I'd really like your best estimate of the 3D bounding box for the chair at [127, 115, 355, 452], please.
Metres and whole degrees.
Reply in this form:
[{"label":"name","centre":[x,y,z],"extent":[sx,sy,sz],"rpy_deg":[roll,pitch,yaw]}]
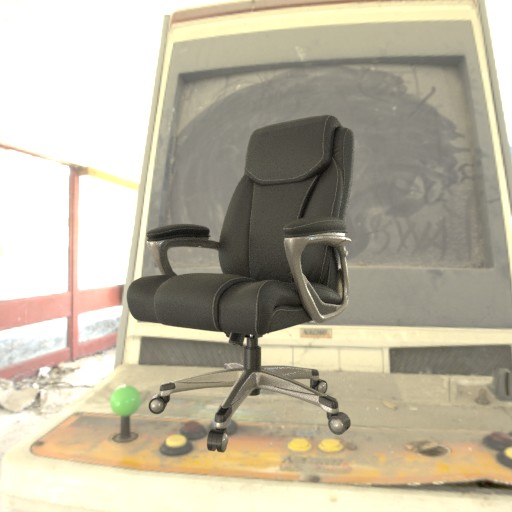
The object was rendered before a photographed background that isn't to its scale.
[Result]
[{"label":"chair","centre":[0.000,0.000,1.664],"extent":[0.741,1.167,0.784],"rpy_deg":[0,0,35]}]
